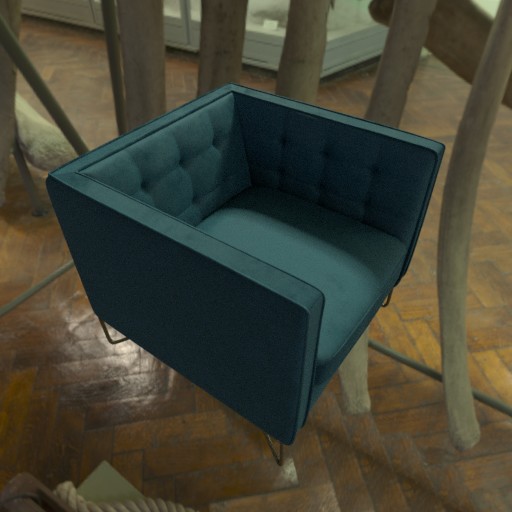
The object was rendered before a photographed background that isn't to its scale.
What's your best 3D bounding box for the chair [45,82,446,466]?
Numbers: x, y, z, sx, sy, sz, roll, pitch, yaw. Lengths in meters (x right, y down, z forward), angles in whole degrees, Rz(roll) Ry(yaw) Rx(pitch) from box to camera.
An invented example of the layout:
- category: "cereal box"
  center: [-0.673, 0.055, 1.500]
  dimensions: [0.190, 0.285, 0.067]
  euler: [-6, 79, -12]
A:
- category: "chair"
  center: [0.000, 0.000, 1.567]
  dimensions: [0.894, 0.790, 0.880]
  euler: [26, 48, 26]
